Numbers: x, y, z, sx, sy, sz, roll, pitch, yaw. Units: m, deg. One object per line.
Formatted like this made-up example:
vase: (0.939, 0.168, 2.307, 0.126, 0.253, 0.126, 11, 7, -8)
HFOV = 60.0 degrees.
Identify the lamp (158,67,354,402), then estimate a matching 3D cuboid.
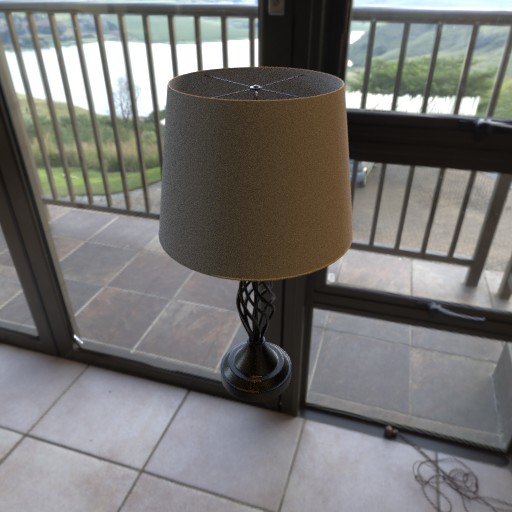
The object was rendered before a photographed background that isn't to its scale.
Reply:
lamp: (0.000, 0.000, 0.796, 0.331, 0.594, 0.331, 0, 32, 0)
